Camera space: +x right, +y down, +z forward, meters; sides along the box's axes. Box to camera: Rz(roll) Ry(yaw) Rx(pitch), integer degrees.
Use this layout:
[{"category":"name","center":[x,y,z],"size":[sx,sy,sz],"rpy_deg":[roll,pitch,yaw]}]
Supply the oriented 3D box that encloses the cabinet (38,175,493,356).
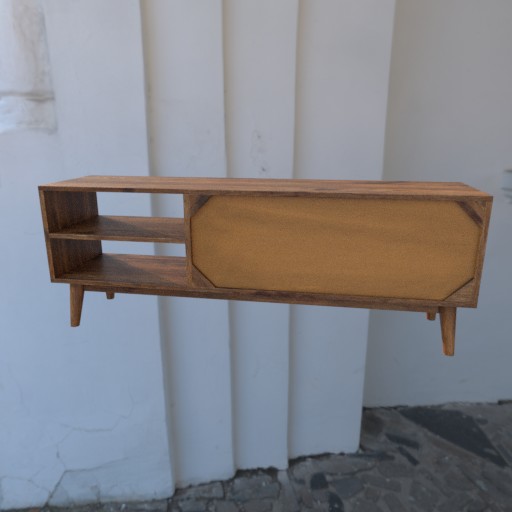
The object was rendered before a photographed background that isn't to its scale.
[{"category":"cabinet","center":[0.000,0.000,1.633],"size":[1.448,0.528,0.349],"rpy_deg":[3,16,9]}]
